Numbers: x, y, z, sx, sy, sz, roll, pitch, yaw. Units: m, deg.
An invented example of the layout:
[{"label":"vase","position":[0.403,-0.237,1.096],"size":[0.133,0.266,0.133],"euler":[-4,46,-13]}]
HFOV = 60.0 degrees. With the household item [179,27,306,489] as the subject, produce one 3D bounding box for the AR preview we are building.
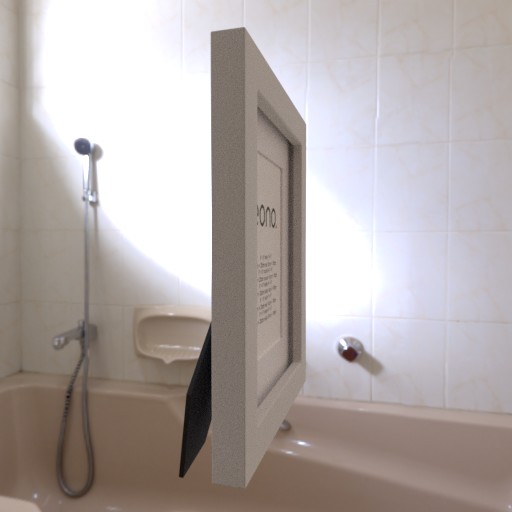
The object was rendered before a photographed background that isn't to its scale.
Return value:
[{"label":"household item","position":[0.000,0.000,0.341],"size":[0.045,0.250,0.200],"euler":[0,2,16]}]
